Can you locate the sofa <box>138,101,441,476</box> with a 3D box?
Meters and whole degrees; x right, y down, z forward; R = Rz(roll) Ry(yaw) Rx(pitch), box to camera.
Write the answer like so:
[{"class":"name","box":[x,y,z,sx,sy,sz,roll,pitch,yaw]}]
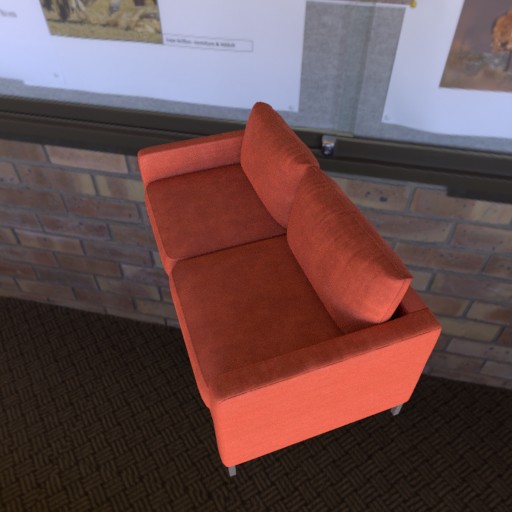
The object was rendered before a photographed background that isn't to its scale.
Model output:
[{"class":"sofa","box":[0.000,0.000,2.124,0.864,0.896,1.574,-14,47,-14]}]
